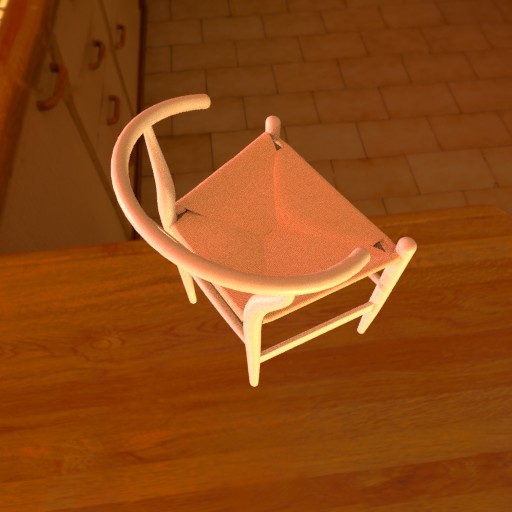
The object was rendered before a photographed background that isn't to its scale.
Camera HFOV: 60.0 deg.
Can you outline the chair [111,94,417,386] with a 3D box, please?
[{"bbox_3d":[0.000,0.000,1.088,0.500,0.736,0.533,-33,64,-18],"label":"chair"}]
